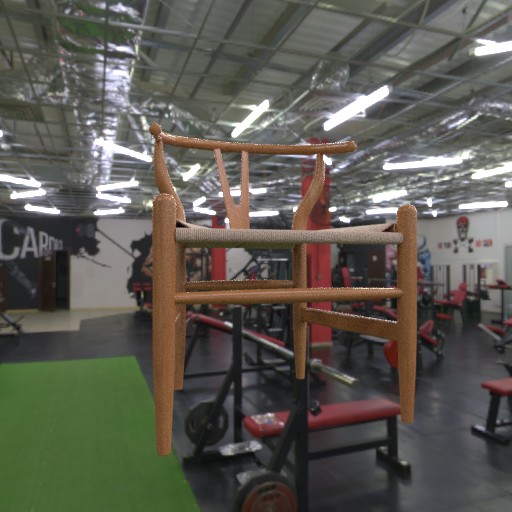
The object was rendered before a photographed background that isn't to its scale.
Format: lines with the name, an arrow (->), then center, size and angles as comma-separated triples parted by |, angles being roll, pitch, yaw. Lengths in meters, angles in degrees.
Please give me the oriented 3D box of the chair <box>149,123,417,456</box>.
chair -> 0.000, 0.000, 1.152 | 0.569, 0.730, 0.579 | 0, -1, -18
